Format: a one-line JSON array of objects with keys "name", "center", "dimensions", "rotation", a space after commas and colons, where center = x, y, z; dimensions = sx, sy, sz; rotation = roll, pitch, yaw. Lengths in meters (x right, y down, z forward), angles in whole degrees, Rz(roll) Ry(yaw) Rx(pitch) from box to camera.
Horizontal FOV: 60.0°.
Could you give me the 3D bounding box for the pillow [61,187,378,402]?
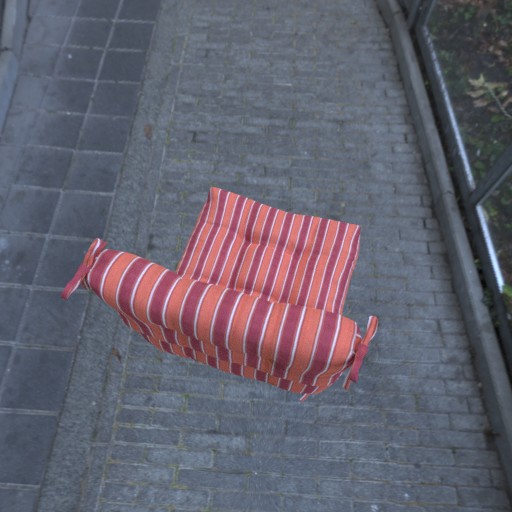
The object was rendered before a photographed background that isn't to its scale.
[{"name": "pillow", "center": [0.000, 0.000, 1.027], "dimensions": [0.519, 0.605, 0.571], "rotation": [16, 65, 7]}]
